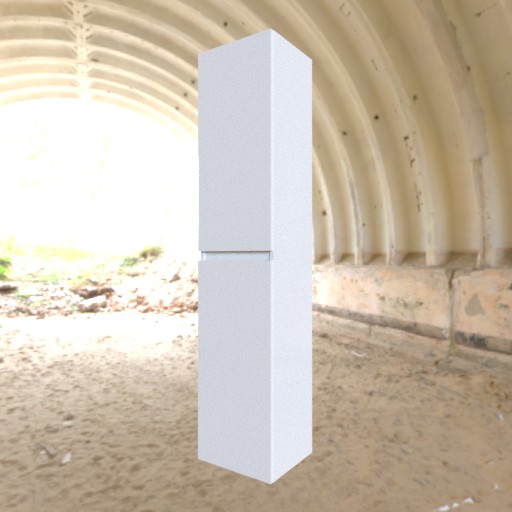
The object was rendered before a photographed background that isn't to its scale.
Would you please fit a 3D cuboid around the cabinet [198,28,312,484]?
[{"bbox_3d":[0.000,0.000,1.556,0.300,1.400,0.270,0,0,35],"label":"cabinet"}]
